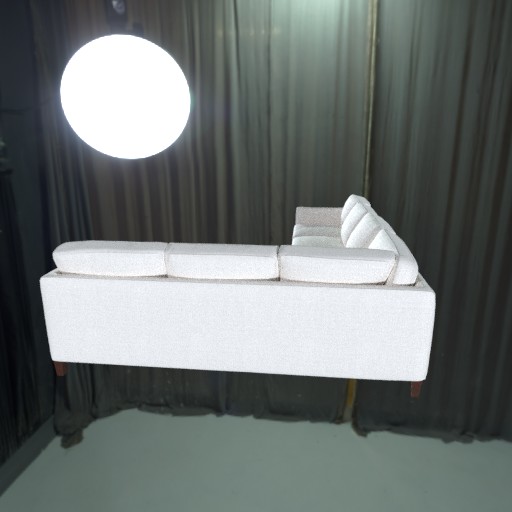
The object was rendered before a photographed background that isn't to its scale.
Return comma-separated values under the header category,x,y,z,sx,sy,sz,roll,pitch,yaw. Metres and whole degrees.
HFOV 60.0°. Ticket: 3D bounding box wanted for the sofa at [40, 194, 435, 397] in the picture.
category,x,y,z,sx,sy,sz,roll,pitch,yaw
sofa,0.000,0.000,4.425,2.593,0.947,3.302,2,15,6
